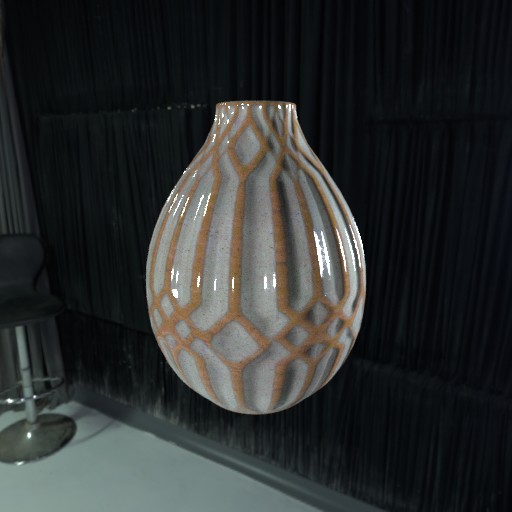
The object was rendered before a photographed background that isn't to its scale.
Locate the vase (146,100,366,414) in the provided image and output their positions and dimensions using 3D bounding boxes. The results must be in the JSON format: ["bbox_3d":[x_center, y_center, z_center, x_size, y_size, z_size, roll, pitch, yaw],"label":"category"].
[{"bbox_3d":[0.000,0.000,0.268,0.131,0.175,0.131,0,15,0],"label":"vase"}]
